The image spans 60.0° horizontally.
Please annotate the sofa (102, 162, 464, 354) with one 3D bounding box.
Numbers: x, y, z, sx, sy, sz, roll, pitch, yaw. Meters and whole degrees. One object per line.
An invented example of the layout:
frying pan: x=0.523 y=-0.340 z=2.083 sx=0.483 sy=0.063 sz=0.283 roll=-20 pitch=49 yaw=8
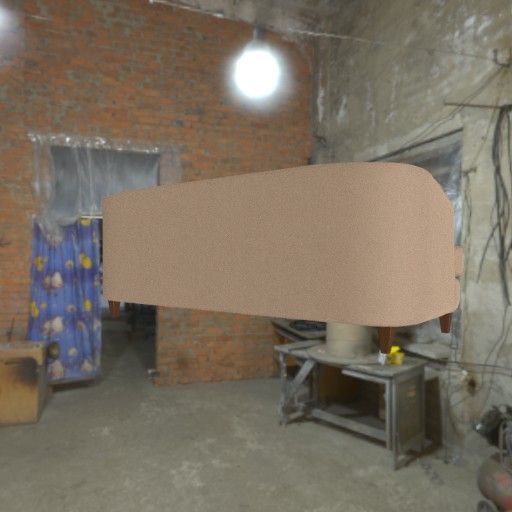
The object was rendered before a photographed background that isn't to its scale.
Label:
sofa: x=0.000 y=0.000 z=2.812 sx=2.278 sy=0.855 sz=0.941 roll=0 pitch=0 yaw=36
